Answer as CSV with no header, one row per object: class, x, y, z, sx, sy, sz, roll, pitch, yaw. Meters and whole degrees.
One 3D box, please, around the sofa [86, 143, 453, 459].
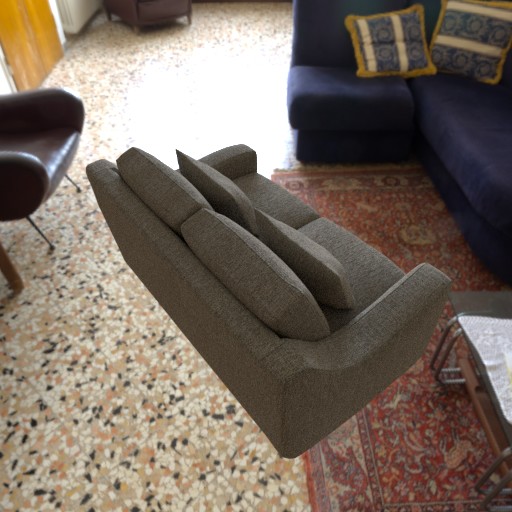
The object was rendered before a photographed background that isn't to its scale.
sofa,0.000,0.000,2.449,1.120,0.991,1.778,-27,49,-27
